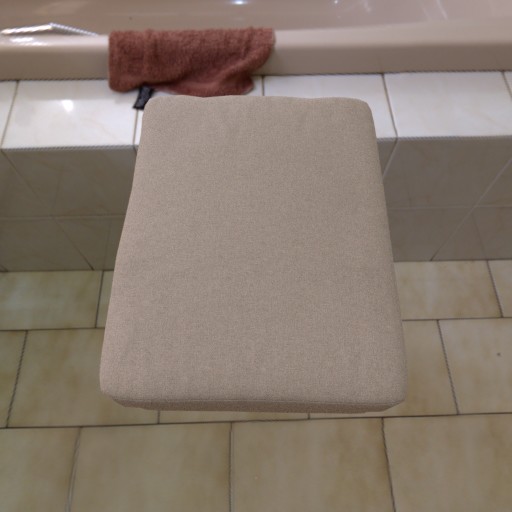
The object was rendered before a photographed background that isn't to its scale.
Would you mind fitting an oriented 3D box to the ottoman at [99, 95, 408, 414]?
[{"bbox_3d":[0.000,0.000,1.319,0.692,0.511,0.902,1,63,0],"label":"ottoman"}]
